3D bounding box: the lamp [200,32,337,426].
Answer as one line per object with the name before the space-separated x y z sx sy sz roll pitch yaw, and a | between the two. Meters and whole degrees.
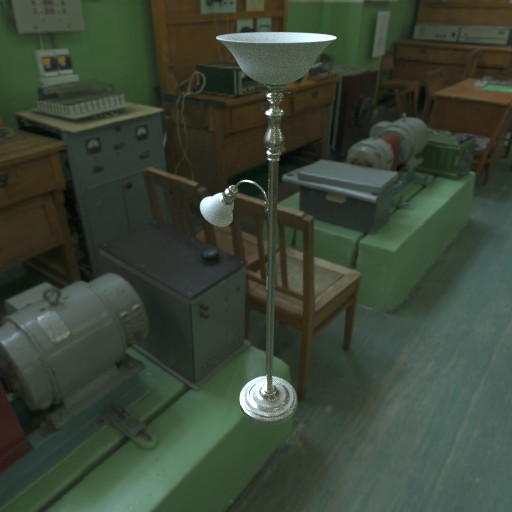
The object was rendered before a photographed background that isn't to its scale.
lamp | 0.000 0.000 2.000 0.575 1.785 0.405 20 36 30
